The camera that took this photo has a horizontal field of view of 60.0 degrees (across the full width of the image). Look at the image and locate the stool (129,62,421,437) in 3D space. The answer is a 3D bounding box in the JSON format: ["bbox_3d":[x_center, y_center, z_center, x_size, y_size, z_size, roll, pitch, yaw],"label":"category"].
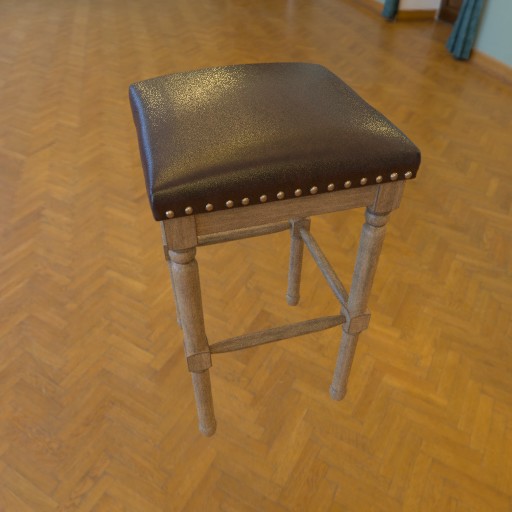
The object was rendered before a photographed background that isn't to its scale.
[{"bbox_3d":[0.000,0.000,0.913,0.383,0.702,0.382,-11,43,-12],"label":"stool"}]
